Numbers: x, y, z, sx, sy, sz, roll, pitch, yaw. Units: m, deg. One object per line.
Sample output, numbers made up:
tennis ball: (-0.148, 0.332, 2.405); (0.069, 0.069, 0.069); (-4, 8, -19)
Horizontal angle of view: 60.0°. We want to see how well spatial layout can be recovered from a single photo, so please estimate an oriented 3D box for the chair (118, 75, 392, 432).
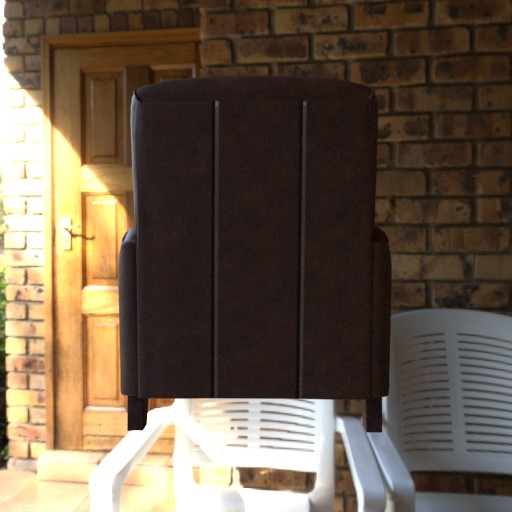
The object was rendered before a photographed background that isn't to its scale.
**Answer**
chair: (0.000, 0.000, 1.609); (0.839, 1.010, 0.850); (0, 1, 1)
